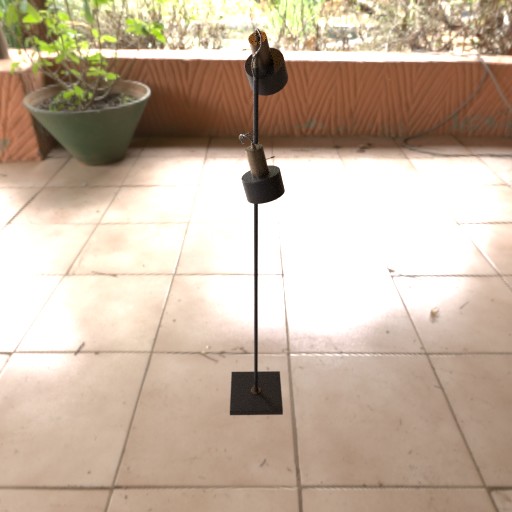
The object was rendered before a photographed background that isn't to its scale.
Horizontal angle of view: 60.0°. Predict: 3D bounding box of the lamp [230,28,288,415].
[{"bbox_3d":[0.000,0.000,1.637,0.233,1.505,0.315,0,32,-1],"label":"lamp"}]
